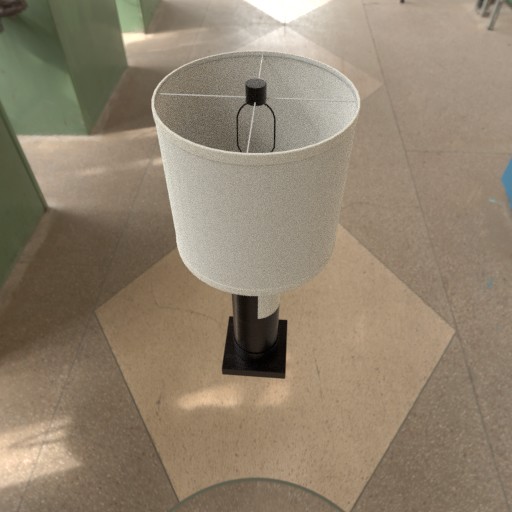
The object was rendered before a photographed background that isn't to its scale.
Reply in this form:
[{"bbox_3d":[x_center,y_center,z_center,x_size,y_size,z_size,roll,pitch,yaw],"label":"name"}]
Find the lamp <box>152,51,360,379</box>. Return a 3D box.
[{"bbox_3d":[0.000,0.000,0.628,0.211,0.509,0.211,3,48,3],"label":"lamp"}]
